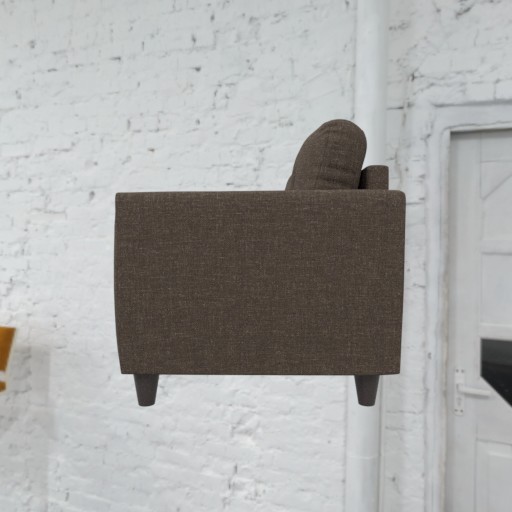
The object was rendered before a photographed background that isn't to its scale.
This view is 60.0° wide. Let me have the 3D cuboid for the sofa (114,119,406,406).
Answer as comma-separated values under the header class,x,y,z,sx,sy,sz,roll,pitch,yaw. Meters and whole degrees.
class,x,y,z,sx,sy,sz,roll,pitch,yaw
sofa,0.000,0.000,1.953,0.851,0.885,1.423,0,1,0
